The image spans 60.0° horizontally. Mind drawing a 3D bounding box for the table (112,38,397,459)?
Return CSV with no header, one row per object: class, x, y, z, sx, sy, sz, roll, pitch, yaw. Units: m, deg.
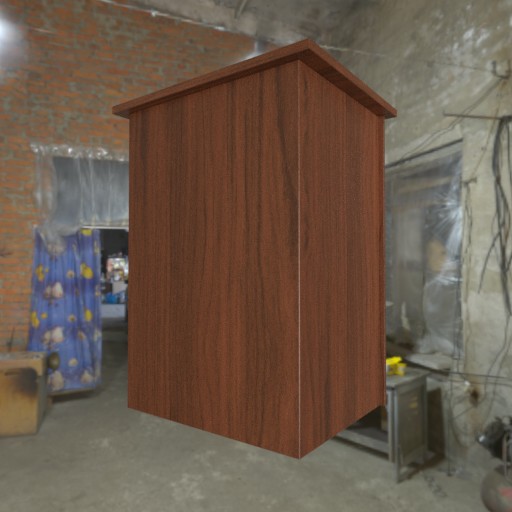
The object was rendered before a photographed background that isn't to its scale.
table,0.000,0.000,0.946,0.480,0.636,0.381,-1,-2,37
